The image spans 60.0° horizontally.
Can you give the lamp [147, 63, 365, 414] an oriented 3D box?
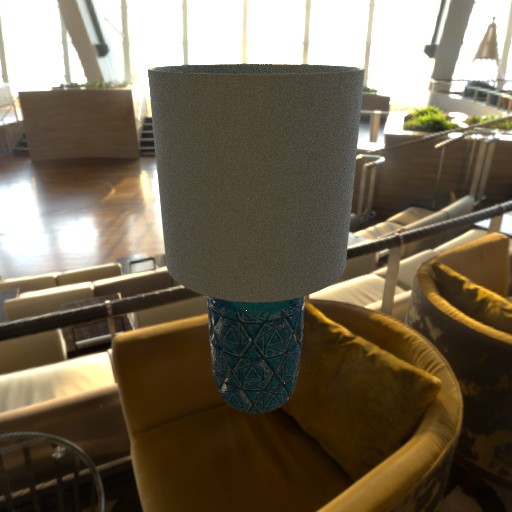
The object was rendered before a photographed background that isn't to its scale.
[{"bbox_3d":[0.000,0.000,0.482,0.193,0.377,0.193,-17,30,-32],"label":"lamp"}]
